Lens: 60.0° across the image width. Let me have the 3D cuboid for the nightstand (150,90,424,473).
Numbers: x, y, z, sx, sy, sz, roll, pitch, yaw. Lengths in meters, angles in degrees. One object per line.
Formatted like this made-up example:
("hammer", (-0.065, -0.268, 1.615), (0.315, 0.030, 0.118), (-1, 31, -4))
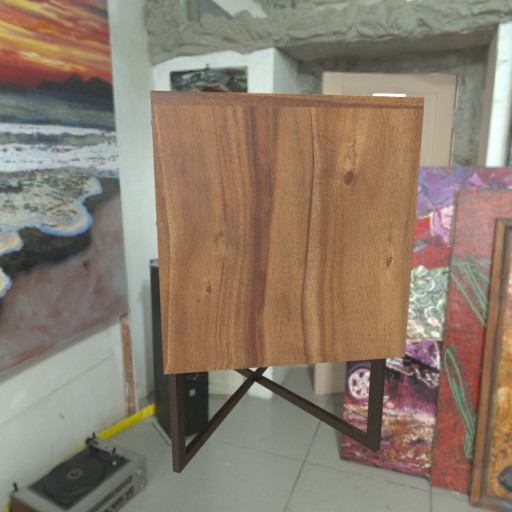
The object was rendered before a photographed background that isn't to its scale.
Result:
("nightstand", (0.000, 0.000, 1.006), (0.427, 0.615, 0.613), (-2, 12, -9))
